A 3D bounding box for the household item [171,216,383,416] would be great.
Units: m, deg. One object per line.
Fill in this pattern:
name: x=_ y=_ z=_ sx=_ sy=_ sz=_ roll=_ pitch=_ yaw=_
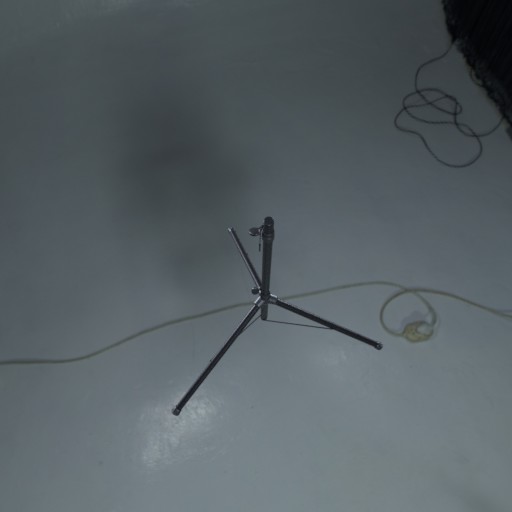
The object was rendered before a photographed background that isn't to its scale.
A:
household item: x=0.000 y=0.000 z=2.760 sx=1.596 sy=1.595 sz=1.339 roll=-15 pitch=65 yaw=-7
